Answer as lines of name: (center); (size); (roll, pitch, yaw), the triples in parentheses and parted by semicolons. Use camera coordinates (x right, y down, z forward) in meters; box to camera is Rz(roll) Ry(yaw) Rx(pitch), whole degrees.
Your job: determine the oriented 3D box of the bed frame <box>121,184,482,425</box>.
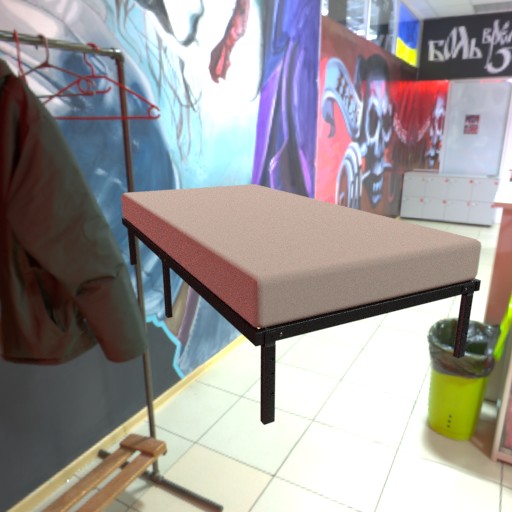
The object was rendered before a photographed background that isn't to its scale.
bed frame: (0.000, 0.000, 3.240); (1.393, 0.680, 2.635); (-8, 18, -26)
